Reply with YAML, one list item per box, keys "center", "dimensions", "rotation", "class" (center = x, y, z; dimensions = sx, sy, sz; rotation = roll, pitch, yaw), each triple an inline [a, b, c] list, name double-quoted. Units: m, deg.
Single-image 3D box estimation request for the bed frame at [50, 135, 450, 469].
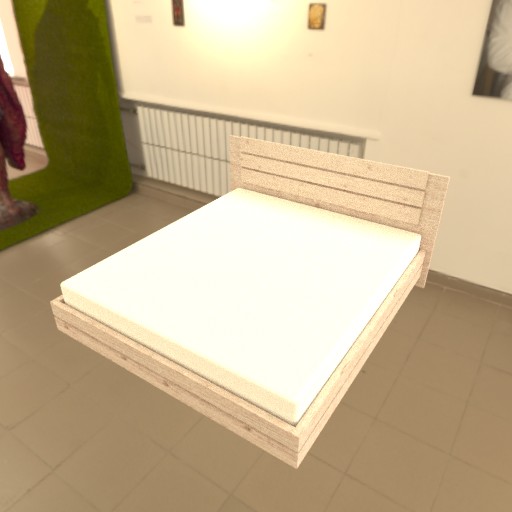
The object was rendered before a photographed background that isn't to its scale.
- center: [0.000, 0.000, 3.131]
  dimensions: [1.950, 0.970, 2.080]
  rotation: [19, 35, 29]
  class: "bed frame"
